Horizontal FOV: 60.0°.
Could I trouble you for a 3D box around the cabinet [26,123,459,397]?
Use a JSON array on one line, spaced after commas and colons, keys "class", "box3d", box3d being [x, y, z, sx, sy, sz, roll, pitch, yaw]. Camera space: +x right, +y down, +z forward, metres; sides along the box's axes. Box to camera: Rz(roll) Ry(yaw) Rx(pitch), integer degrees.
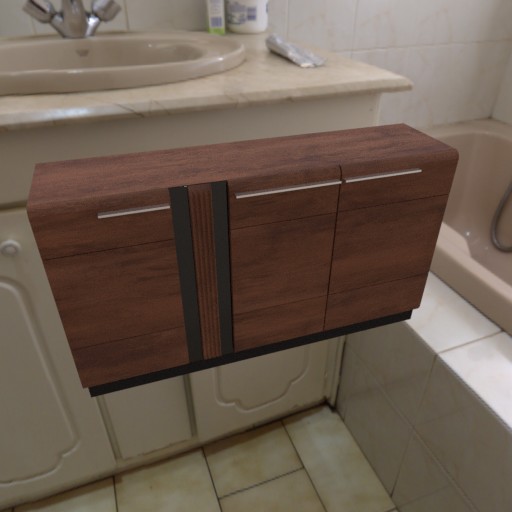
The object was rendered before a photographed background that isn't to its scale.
[{"class": "cabinet", "box3d": [0.000, 0.000, 1.953, 1.600, 0.900, 0.420, -10, 35, -15]}]
